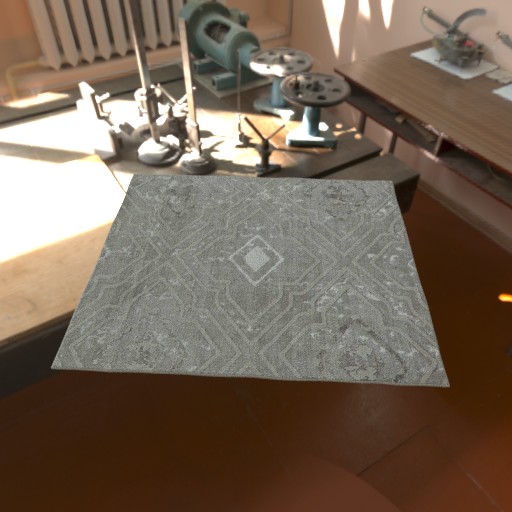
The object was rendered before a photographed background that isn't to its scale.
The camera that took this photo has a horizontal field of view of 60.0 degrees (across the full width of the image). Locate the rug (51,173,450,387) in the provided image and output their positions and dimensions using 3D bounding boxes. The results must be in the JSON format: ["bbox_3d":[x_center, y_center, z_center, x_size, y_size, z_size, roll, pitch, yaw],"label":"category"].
[{"bbox_3d":[0.000,0.000,0.898,0.639,0.006,0.548,2,45,2],"label":"rug"}]
